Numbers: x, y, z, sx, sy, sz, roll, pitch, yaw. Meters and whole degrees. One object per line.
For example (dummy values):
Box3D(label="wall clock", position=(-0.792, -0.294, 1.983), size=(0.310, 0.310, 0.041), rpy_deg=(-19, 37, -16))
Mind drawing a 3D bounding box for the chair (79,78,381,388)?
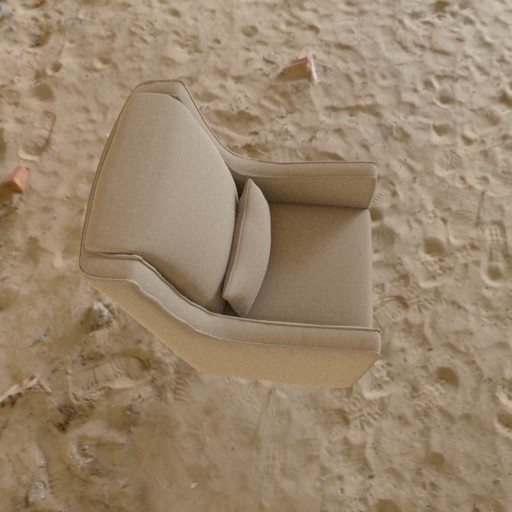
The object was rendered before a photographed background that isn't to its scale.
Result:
Box3D(label="chair", position=(0.000, 0.000, 1.607), size=(0.879, 0.993, 0.732), rpy_deg=(5, 64, 3))
